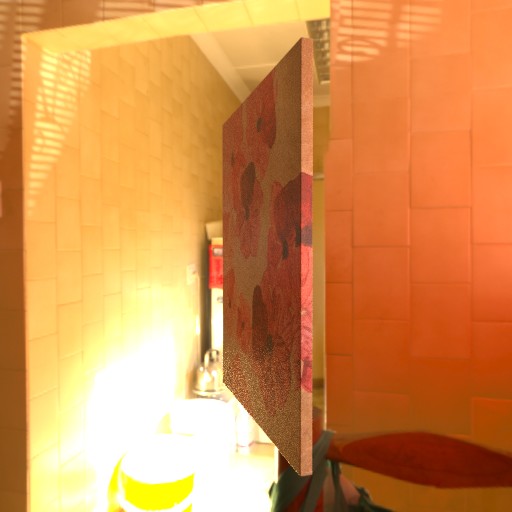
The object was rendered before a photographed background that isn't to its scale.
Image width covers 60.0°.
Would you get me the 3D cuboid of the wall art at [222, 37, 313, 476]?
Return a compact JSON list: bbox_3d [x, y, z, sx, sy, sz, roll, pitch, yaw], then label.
[{"bbox_3d":[0.000,0.000,1.389,0.031,1.015,0.762,0,1,-18],"label":"wall art"}]
